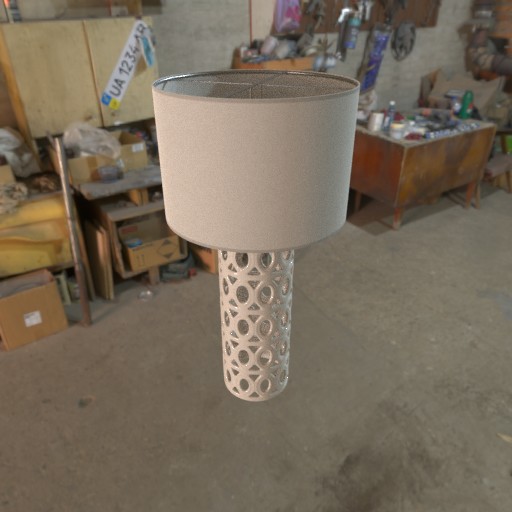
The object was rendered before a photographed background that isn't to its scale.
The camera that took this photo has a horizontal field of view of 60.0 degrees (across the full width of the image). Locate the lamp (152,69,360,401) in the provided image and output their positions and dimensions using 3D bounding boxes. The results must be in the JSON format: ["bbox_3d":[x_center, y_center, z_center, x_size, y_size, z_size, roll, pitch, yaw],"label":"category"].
[{"bbox_3d":[0.000,0.000,0.859,0.324,0.636,0.325,10,31,17],"label":"lamp"}]
